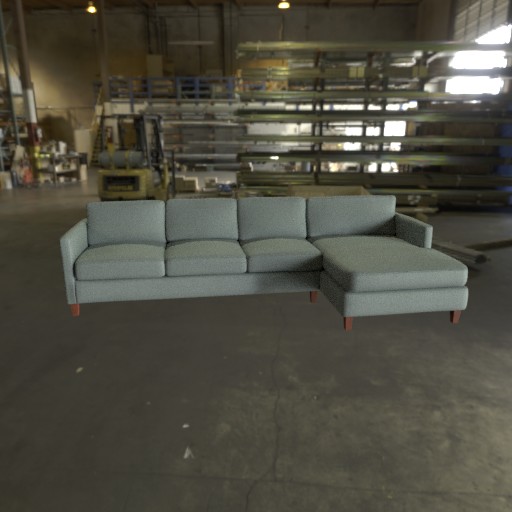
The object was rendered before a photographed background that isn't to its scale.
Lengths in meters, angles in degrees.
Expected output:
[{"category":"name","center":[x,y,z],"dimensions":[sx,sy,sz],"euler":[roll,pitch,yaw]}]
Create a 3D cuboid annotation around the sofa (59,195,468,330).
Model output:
[{"category":"sofa","center":[0.000,0.000,4.205],"dimensions":[3.471,0.950,1.604],"euler":[-2,16,-8]}]
